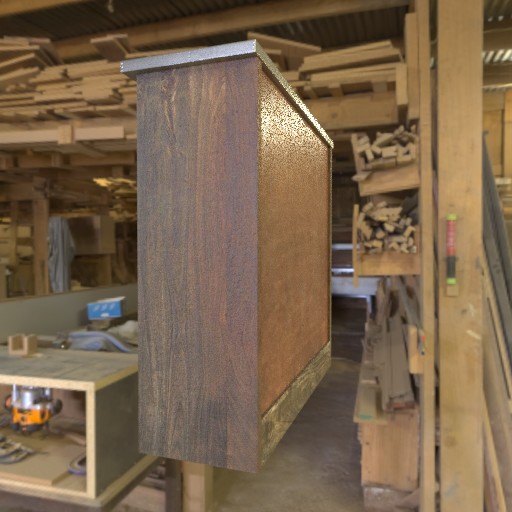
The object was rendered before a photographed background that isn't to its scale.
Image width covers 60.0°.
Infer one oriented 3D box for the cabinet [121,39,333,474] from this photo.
[{"bbox_3d":[0.000,0.000,1.438,0.338,0.919,0.968,0,1,19],"label":"cabinet"}]
